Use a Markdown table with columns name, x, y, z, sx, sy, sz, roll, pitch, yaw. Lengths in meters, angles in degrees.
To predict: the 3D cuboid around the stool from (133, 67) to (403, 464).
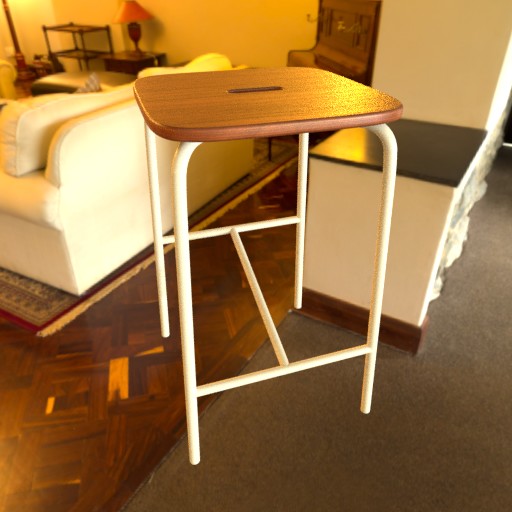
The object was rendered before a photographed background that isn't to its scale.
| name | x | y | z | sx | sy | sz | roll | pitch | yaw |
| --- | --- | --- | --- | --- | --- | --- | --- | --- | --- |
| stool | 0.000 | 0.000 | 0.850 | 0.376 | 0.610 | 0.376 | -10 | 34 | -15 |
